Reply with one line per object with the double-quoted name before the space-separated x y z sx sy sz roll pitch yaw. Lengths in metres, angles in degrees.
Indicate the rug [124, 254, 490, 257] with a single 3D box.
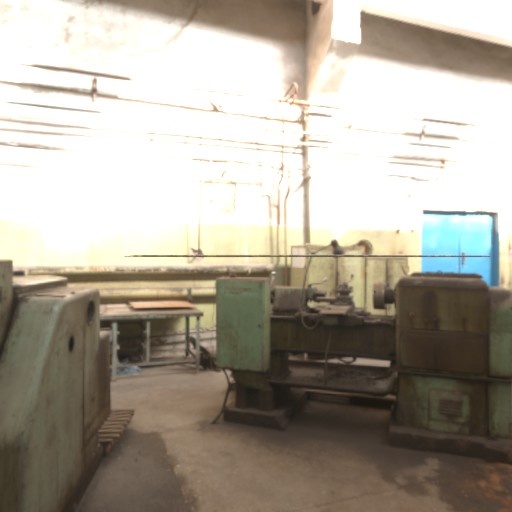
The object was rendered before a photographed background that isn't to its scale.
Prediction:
"rug" 0.000 0.000 2.762 1.522 0.013 2.133 0 0 -18
